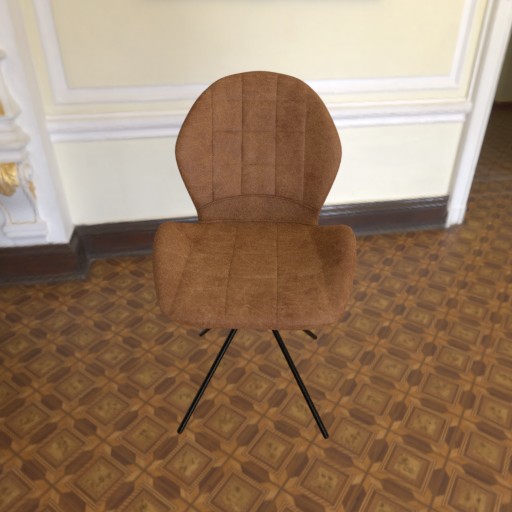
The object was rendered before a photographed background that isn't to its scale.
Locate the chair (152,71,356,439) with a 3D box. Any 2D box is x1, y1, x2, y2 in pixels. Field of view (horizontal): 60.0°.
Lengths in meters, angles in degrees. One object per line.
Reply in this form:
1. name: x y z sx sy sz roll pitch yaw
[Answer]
1. chair: 0.000 0.000 1.299 0.527 0.929 0.640 1 31 2
